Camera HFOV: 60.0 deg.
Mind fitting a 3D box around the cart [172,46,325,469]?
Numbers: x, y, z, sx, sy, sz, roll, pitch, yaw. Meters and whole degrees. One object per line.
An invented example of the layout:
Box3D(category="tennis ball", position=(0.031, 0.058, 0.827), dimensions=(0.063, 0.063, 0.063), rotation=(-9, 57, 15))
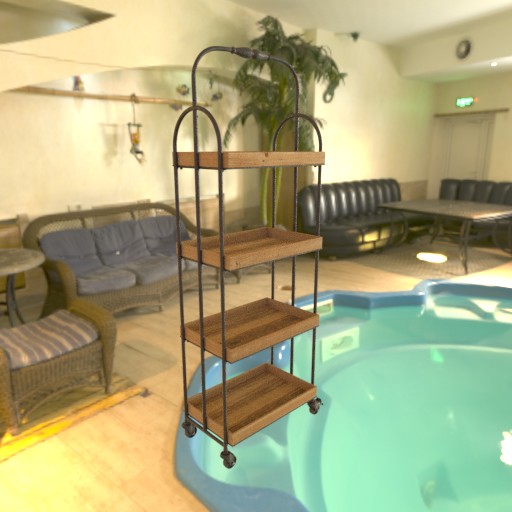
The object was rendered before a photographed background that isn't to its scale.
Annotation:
Box3D(category="cart", position=(0.000, 0.000, 1.720), dimensions=(0.581, 1.481, 0.308), rotation=(-13, 19, -42))
